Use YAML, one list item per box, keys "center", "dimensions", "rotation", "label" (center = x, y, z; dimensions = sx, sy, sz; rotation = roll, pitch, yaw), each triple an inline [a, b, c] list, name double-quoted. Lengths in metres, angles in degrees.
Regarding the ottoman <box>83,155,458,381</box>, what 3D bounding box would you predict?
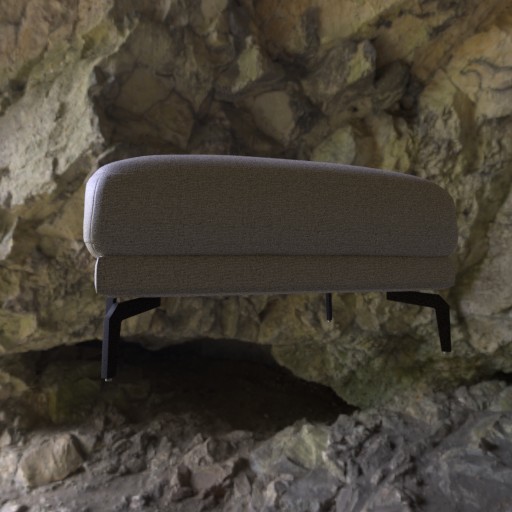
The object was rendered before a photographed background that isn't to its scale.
- center: [0.000, 0.000, 1.081]
  dimensions: [0.772, 0.420, 0.568]
  rotation: [0, -1, -18]
  label: "ottoman"
